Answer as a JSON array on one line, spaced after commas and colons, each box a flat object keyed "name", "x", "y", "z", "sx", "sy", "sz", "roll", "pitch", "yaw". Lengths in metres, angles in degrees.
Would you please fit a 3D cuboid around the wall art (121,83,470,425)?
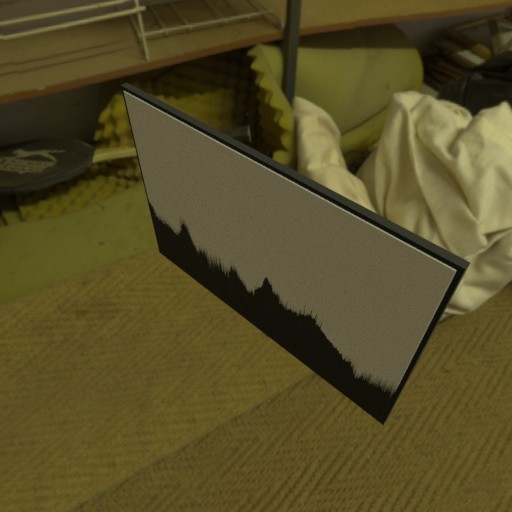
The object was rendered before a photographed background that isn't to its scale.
[{"name": "wall art", "x": 0.000, "y": 0.000, "z": 1.486, "sx": 1.190, "sy": 0.805, "sz": 0.028, "roll": 34, "pitch": 56, "yaw": 27}]
